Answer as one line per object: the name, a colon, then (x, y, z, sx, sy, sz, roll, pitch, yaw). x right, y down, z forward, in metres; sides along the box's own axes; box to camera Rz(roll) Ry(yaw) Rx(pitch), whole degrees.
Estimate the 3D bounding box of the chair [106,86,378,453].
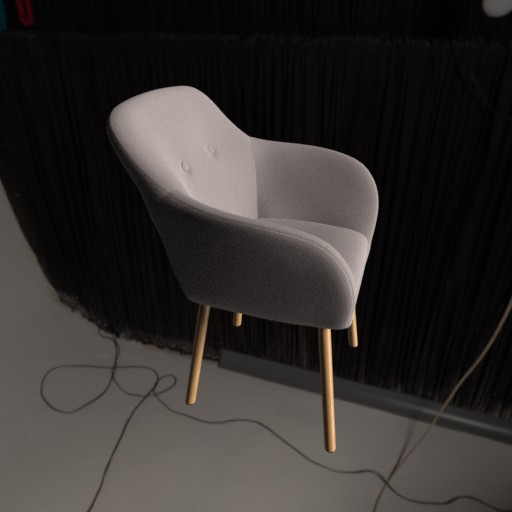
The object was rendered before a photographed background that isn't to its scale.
chair: (0.000, 0.000, 1.218, 0.590, 0.830, 0.570, 10, 31, 16)
